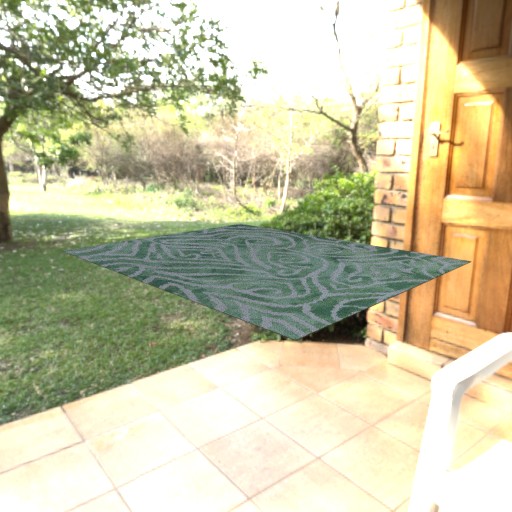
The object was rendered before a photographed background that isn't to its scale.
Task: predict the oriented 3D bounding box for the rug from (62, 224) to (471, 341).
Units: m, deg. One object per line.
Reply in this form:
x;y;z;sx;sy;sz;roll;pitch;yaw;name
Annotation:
0.000;0.000;4.198;2.436;0.007;3.045;-13;18;-43;rug
